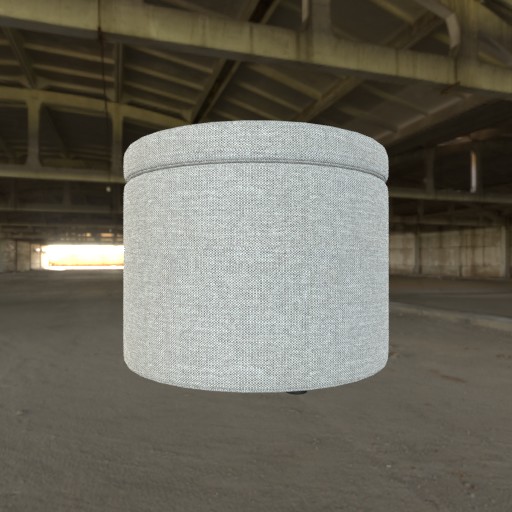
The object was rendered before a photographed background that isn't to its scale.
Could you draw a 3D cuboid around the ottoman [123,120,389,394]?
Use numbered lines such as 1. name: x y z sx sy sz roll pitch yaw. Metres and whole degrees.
1. ottoman: 0.000 0.000 0.873 0.500 0.419 0.500 0 0 0
